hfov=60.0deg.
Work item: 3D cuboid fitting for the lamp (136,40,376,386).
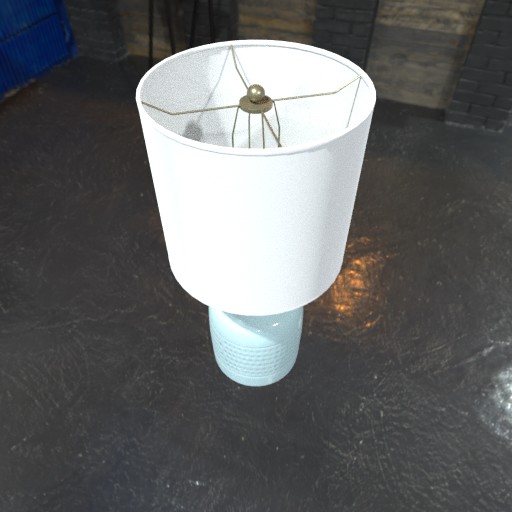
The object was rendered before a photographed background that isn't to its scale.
[{"bbox_3d":[0.000,0.000,1.097,0.418,0.871,0.418,17,49,16],"label":"lamp"}]
